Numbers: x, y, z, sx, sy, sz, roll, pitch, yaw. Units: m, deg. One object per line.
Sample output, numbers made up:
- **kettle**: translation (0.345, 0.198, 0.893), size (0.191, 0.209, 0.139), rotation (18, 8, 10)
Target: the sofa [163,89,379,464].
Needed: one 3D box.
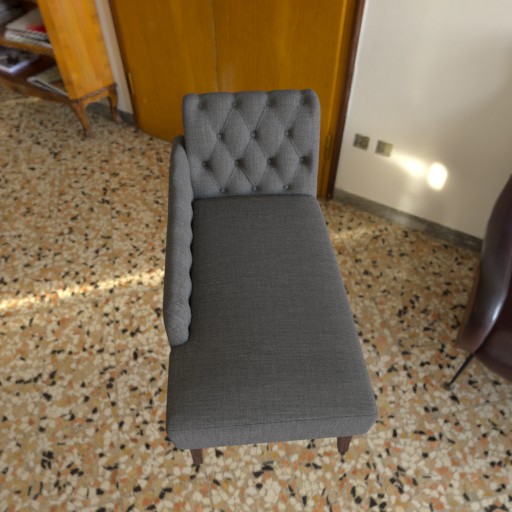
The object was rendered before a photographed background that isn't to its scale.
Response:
- **sofa**: translation (0.000, 0.000, 1.804), size (0.675, 0.787, 1.379), rotation (-3, 48, -3)
